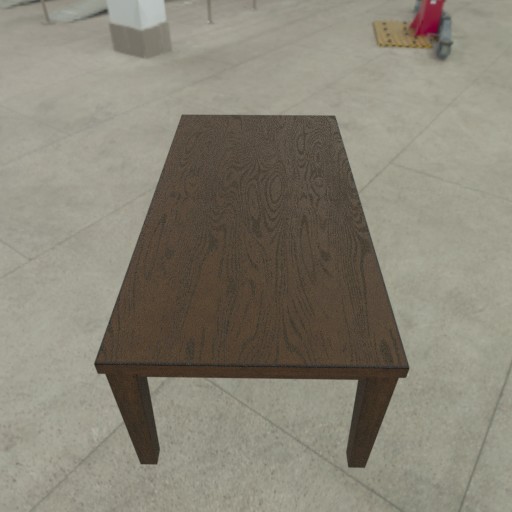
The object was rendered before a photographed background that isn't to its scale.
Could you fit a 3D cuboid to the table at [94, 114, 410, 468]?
[{"bbox_3d":[0.000,0.000,2.420,1.016,0.762,1.981,1,40,1],"label":"table"}]
